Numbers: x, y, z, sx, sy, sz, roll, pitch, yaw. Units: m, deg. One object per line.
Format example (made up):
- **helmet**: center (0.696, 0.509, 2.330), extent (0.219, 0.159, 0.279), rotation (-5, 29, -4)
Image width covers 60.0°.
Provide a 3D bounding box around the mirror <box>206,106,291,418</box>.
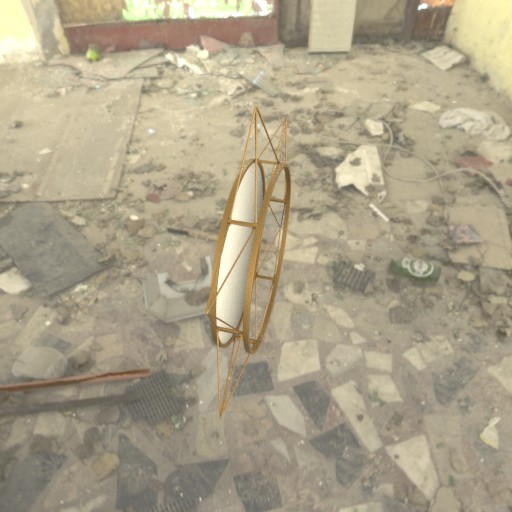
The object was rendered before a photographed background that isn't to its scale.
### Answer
- **mirror**: center (0.000, 0.000, 0.813), extent (0.062, 0.581, 0.498), rotation (10, 46, 10)
